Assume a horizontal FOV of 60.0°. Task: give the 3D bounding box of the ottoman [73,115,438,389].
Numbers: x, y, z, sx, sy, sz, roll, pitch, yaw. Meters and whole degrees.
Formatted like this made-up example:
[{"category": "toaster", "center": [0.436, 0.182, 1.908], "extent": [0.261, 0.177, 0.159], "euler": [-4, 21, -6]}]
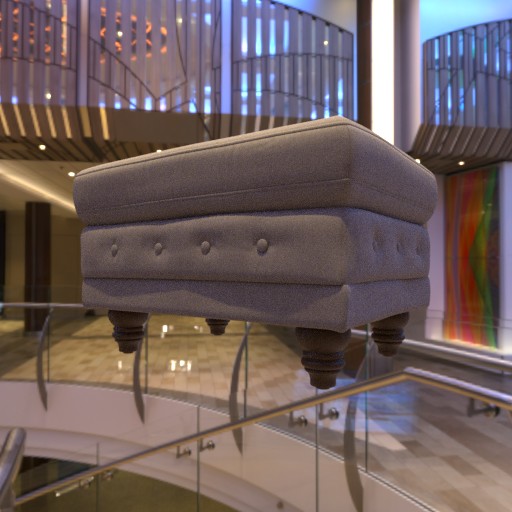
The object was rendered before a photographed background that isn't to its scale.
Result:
[{"category": "ottoman", "center": [0.000, 0.000, 1.134], "extent": [0.771, 0.500, 0.569], "euler": [-1, -1, 36]}]
